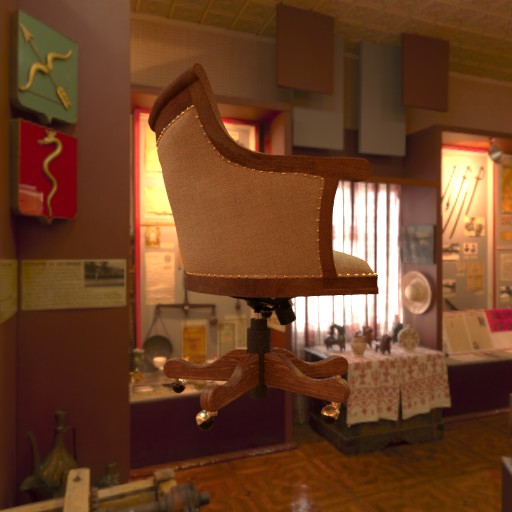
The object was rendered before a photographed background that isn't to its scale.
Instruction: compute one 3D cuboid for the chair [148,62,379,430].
[{"bbox_3d":[0.000,0.000,1.472,0.689,0.965,0.656,0,0,-19],"label":"chair"}]
